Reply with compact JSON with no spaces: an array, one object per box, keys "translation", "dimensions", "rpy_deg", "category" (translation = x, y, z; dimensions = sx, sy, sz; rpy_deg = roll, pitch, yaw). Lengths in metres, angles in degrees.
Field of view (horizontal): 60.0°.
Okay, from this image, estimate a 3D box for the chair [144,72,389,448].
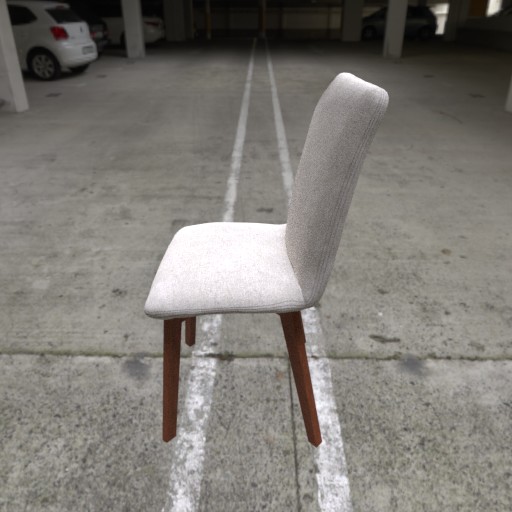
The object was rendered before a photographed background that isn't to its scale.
[{"translation":[0.000,0.000,1.294],"dimensions":[0.563,0.974,0.522],"rpy_deg":[0,26,0],"category":"chair"}]
